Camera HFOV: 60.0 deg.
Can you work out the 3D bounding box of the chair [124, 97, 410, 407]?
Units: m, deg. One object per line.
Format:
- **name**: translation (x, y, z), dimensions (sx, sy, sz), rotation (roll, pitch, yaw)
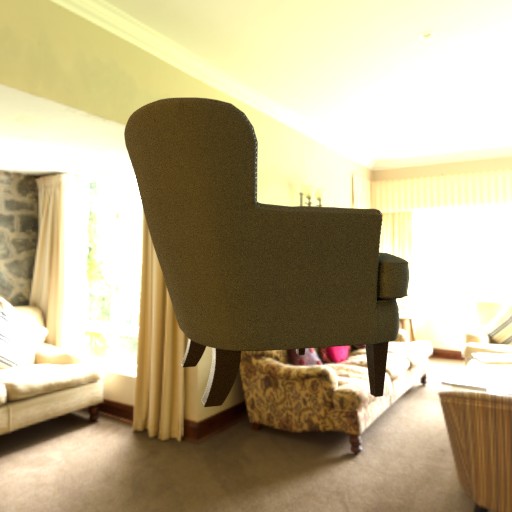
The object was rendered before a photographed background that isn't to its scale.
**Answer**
- **chair**: translation (0.000, 0.000, 1.586), dimensions (0.906, 0.868, 0.848), rotation (0, -1, -16)
